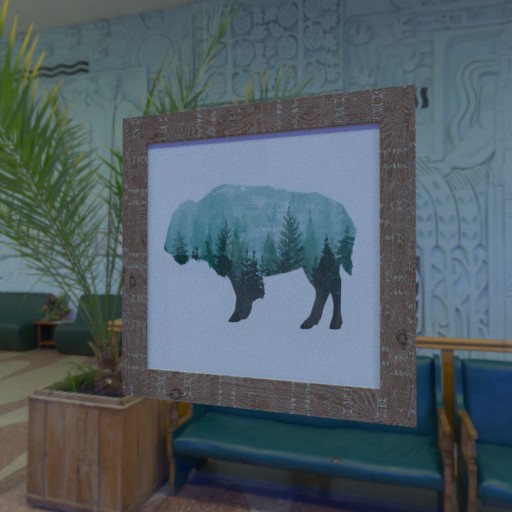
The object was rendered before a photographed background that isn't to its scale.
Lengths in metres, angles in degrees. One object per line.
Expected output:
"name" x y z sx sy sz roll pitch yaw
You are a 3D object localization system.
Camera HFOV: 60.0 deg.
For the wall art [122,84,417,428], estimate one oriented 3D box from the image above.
"wall art" 0.000 0.000 0.561 0.380 0.380 0.022 0 -1 18
